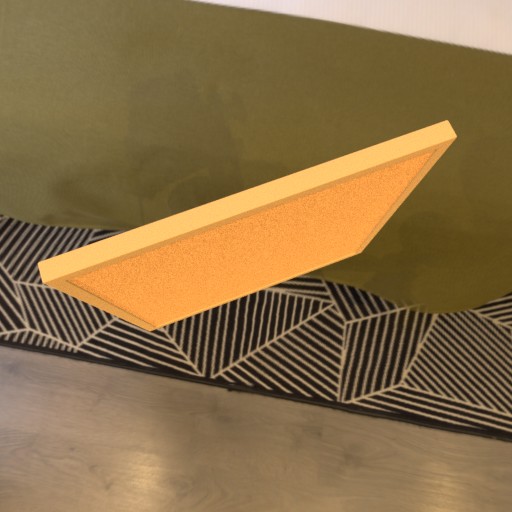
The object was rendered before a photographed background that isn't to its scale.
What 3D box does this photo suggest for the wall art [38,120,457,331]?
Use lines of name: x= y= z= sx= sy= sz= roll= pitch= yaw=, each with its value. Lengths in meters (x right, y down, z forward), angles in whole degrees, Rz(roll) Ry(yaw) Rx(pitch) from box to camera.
wall art: x=0.000 y=0.000 z=1.133 sx=0.761 sy=0.761 sz=0.037 roll=-20 pitch=75 yaw=-5
